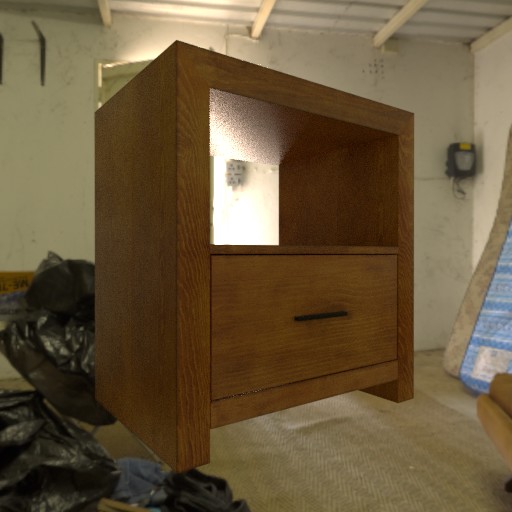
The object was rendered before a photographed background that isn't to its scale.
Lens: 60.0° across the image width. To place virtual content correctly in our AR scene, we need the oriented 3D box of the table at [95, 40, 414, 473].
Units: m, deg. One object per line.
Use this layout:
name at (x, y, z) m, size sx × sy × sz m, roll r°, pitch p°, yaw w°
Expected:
table at (0.000, 0.000, 0.934) m, size 0.550 × 0.605 × 0.400 m, roll 0°, pitch 0°, yaw -36°
